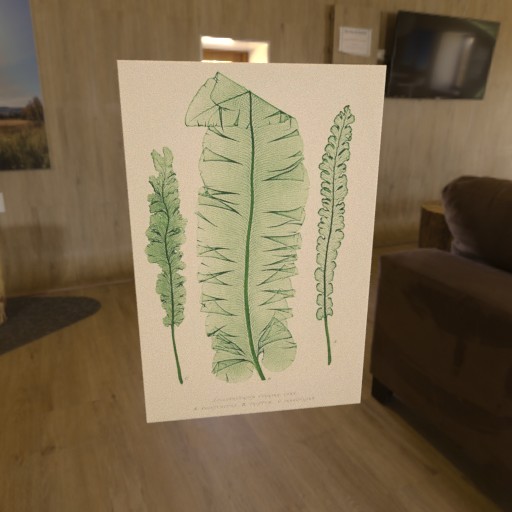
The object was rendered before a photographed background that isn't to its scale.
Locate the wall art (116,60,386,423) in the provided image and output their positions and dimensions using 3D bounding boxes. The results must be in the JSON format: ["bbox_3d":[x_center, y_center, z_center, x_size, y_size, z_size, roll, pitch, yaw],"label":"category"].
[{"bbox_3d":[0.000,0.000,1.141,0.610,0.914,0.038,-2,17,-8],"label":"wall art"}]
